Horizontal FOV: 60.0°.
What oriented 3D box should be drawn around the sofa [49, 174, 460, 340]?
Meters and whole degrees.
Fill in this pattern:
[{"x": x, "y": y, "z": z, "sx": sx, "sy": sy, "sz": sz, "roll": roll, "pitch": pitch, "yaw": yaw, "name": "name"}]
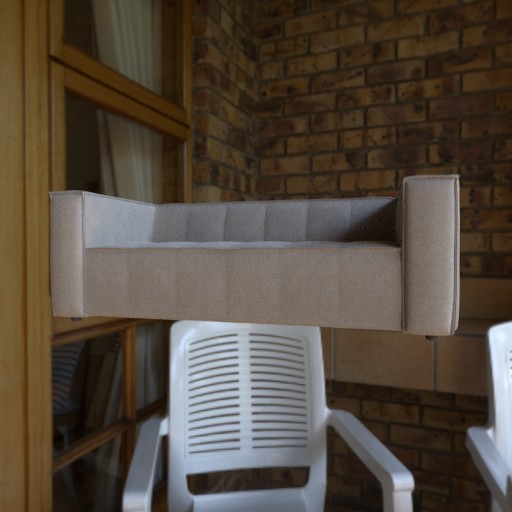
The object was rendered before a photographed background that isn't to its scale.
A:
[{"x": 0.000, "y": 0.000, "z": 2.489, "sx": 1.995, "sy": 0.680, "sz": 1.038, "roll": 0, "pitch": 1, "yaw": 16, "name": "sofa"}]
